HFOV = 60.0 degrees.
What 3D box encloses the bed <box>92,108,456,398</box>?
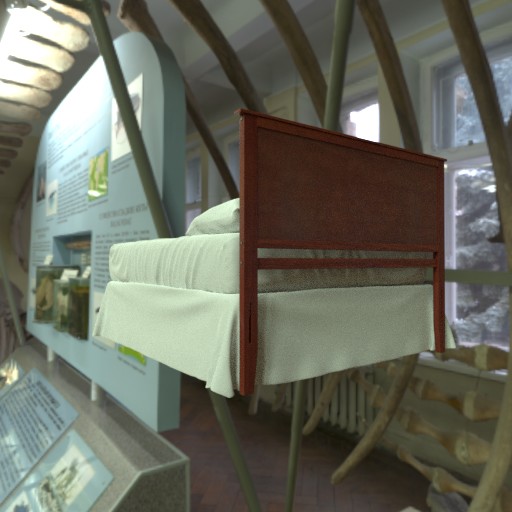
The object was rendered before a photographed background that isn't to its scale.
[{"bbox_3d":[0.000,0.000,3.248,1.870,1.270,2.050,1,-1,-36],"label":"bed"}]
